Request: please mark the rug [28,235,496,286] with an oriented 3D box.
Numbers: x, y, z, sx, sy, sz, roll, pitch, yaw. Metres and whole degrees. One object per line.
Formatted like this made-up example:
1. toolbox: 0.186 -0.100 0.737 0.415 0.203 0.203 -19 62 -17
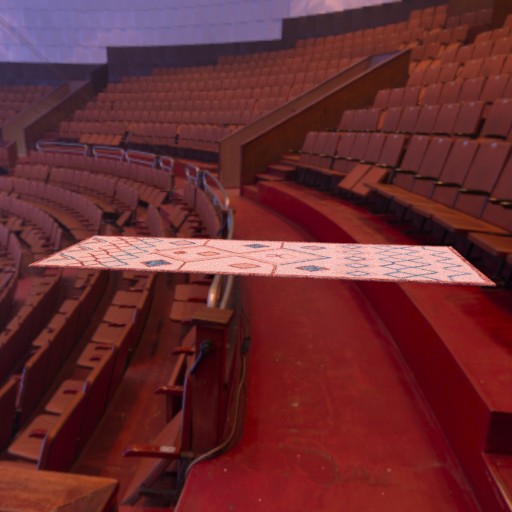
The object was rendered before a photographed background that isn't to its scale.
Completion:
1. rug: 0.000 0.000 2.643 2.435 0.011 0.750 2 16 7
